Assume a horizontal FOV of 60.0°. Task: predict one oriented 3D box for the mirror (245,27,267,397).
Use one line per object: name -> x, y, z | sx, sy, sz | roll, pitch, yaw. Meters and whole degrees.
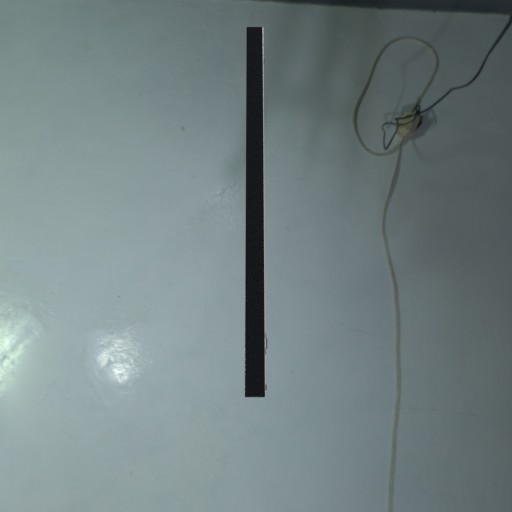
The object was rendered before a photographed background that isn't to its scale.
mirror -> 0.000, 0.000, 1.354 | 0.040, 1.016, 0.762 | 0, 76, 0
